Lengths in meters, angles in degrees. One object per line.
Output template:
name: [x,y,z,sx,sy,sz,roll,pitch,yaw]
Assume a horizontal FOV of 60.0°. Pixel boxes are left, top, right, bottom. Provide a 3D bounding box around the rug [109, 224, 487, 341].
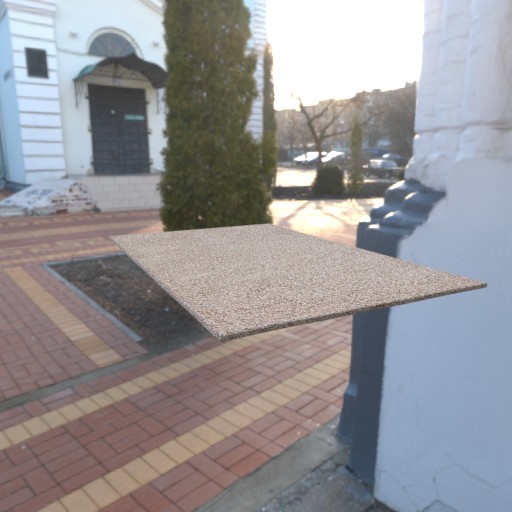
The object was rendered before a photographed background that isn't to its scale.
rug: [0.000,0.000,3.488,1.778,0.030,2.743,-7,14,-27]
